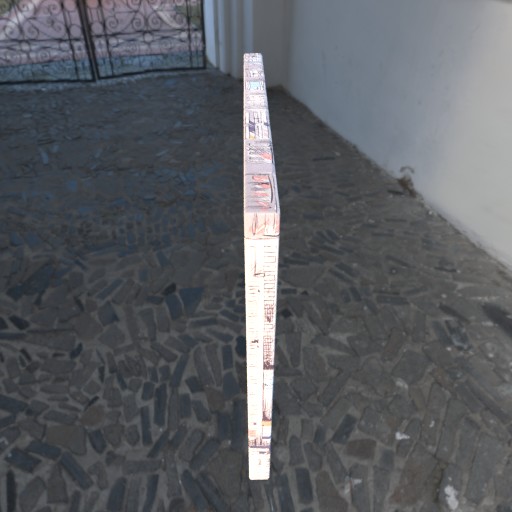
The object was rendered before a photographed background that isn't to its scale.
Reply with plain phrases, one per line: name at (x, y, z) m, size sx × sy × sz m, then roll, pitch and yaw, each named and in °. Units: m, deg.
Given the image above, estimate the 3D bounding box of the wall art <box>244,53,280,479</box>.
wall art at (0.000, 0.000, 1.113) m, size 0.048 × 0.762 × 0.761 m, roll -1°, pitch 39°, yaw -1°
